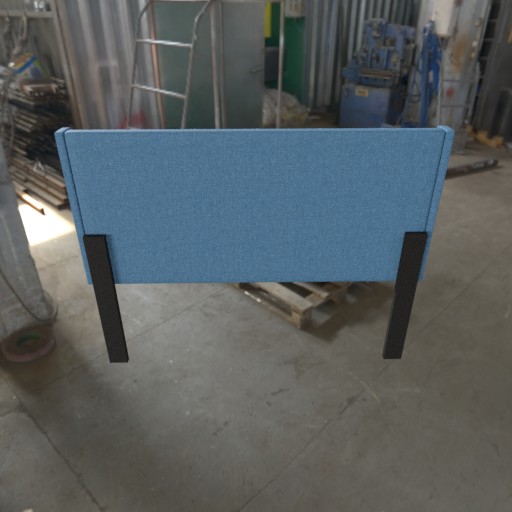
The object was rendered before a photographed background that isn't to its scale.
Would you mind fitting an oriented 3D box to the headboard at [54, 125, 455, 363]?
[{"bbox_3d":[0.000,0.000,2.685,2.051,1.524,0.184,-1,30,-1],"label":"headboard"}]
